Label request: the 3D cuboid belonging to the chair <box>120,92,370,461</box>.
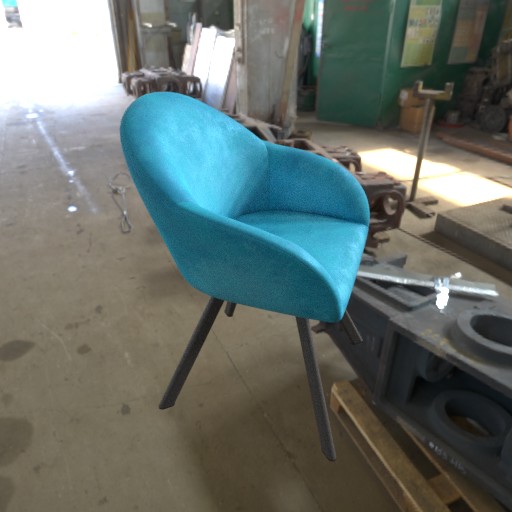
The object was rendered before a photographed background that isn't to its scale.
[{"bbox_3d":[0.000,0.000,1.182,0.590,0.795,0.550,10,31,17],"label":"chair"}]
